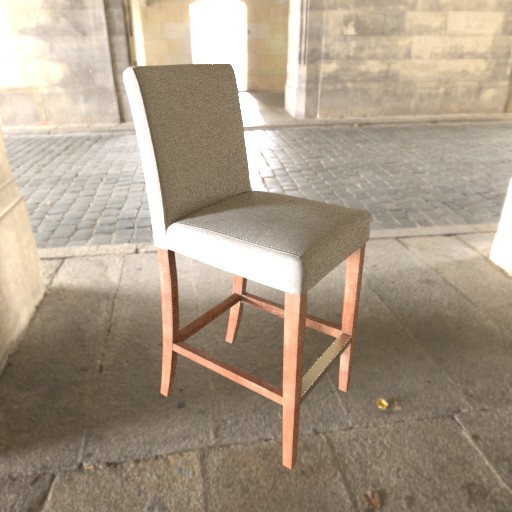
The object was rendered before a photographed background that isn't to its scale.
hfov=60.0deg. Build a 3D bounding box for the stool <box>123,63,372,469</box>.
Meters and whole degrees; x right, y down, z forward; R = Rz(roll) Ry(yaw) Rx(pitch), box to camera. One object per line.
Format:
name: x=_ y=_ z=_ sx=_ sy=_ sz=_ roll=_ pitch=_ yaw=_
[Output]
stool: x=0.000 y=0.000 z=1.377 sx=0.570 sy=1.088 sz=0.439 roll=16 pitch=30 yaw=31
